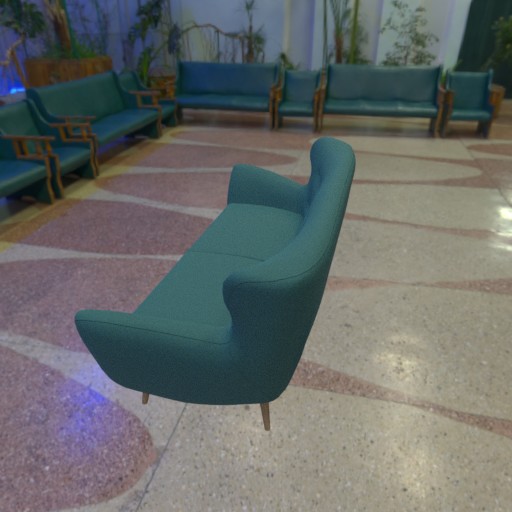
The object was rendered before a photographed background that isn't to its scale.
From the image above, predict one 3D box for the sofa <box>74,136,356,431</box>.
[{"bbox_3d":[0.000,0.000,2.378,0.889,0.890,1.930,8,30,14],"label":"sofa"}]
